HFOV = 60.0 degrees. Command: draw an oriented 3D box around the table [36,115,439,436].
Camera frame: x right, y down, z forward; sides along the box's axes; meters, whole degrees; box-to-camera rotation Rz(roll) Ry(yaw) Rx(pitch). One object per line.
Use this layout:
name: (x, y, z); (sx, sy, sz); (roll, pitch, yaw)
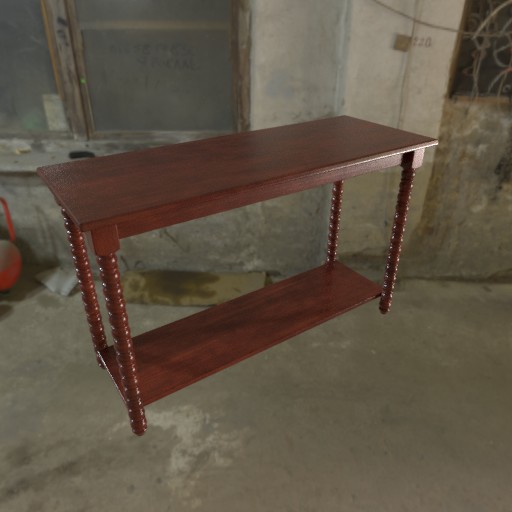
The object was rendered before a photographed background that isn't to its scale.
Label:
table: (0.000, 0.000, 1.545); (1.184, 0.740, 0.459); (-19, 35, -29)
